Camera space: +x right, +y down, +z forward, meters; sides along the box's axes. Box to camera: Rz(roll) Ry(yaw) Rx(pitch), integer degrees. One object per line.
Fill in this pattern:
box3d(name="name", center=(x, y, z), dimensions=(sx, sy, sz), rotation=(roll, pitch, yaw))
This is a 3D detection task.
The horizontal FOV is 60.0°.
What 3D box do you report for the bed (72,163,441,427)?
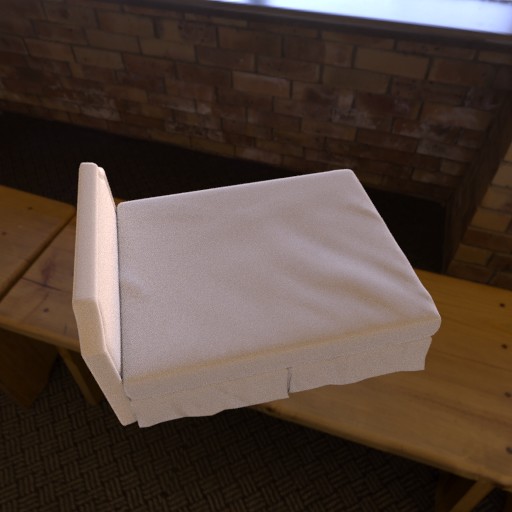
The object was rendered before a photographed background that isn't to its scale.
box3d(name="bed", center=(0.000, 0.000, 3.639), dimensions=(2.498, 1.293, 1.977), rotation=(-10, 49, -9))
